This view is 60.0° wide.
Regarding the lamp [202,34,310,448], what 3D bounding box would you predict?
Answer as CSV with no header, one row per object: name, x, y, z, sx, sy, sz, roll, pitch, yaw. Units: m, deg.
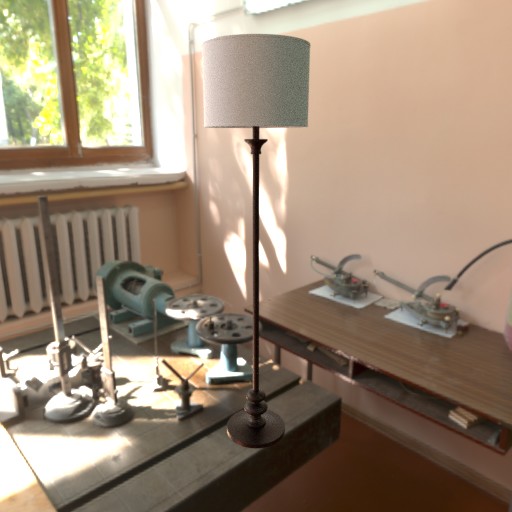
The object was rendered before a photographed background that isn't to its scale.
lamp,0.000,0.000,1.647,0.356,1.487,0.356,-2,15,-8
